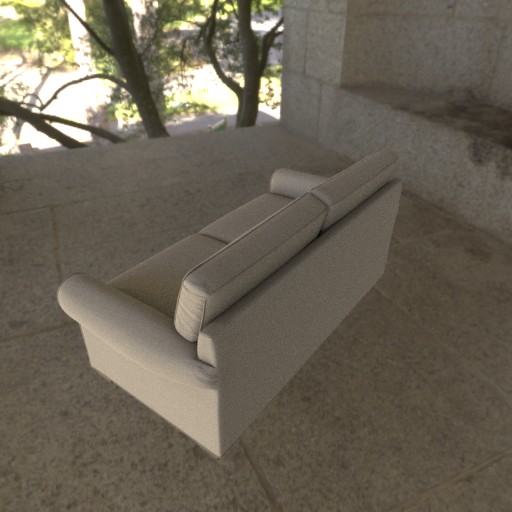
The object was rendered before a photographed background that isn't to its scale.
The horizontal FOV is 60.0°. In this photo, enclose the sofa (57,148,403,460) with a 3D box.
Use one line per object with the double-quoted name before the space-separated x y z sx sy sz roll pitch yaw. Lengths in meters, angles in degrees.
"sofa" 0.000 0.000 2.474 0.940 0.952 1.930 22 38 30
